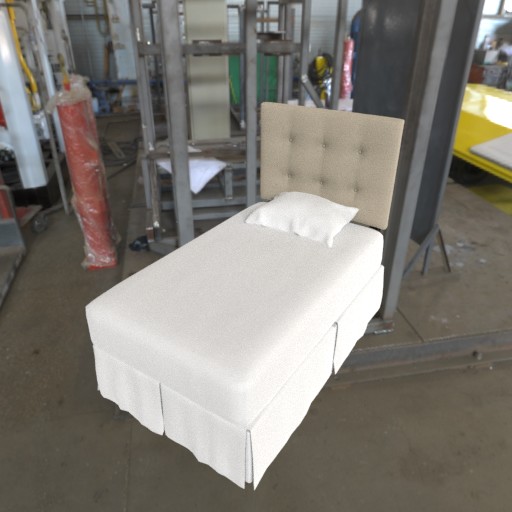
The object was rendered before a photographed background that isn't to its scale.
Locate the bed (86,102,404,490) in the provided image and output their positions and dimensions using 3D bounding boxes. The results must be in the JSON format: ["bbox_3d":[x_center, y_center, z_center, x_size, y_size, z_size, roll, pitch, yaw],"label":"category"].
[{"bbox_3d":[0.000,0.000,2.957,1.261,1.571,1.997,18,34,29],"label":"bed"}]
